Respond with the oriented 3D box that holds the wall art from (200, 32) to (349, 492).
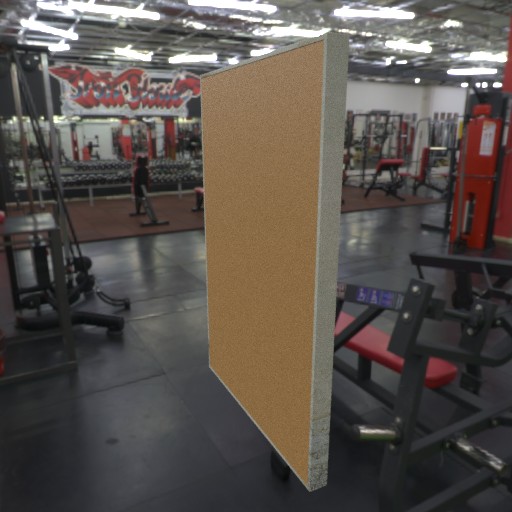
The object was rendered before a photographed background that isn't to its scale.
[{"bbox_3d":[0.000,0.000,0.934,0.038,0.764,0.508,-8,17,-26],"label":"wall art"}]
